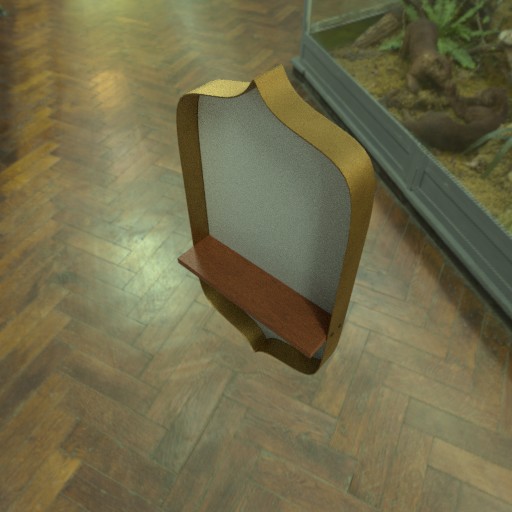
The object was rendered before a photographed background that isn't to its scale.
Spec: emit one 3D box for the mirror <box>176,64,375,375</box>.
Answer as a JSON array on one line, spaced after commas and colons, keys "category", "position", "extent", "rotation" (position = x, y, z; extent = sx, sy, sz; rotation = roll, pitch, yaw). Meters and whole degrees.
[{"category": "mirror", "position": [0.000, 0.000, 0.742], "extent": [0.323, 0.613, 0.096], "rotation": [33, 55, 26]}]
